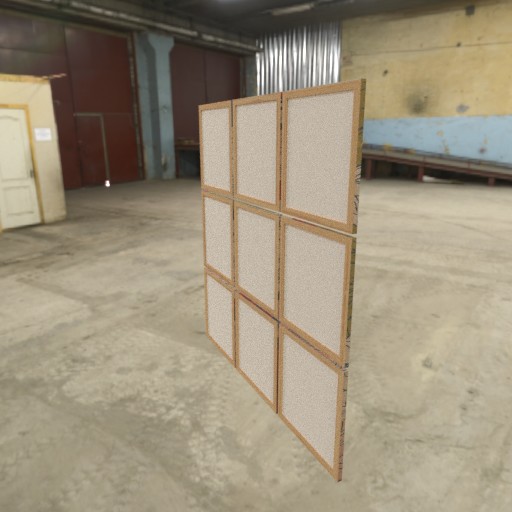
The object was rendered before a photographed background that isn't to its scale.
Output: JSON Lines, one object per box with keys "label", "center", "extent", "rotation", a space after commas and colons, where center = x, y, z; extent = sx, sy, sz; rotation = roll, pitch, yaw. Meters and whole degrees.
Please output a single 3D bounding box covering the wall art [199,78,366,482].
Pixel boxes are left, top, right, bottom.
{"label": "wall art", "center": [0.000, 0.000, 1.344], "extent": [0.013, 0.913, 0.904], "rotation": [-8, 17, -26]}
